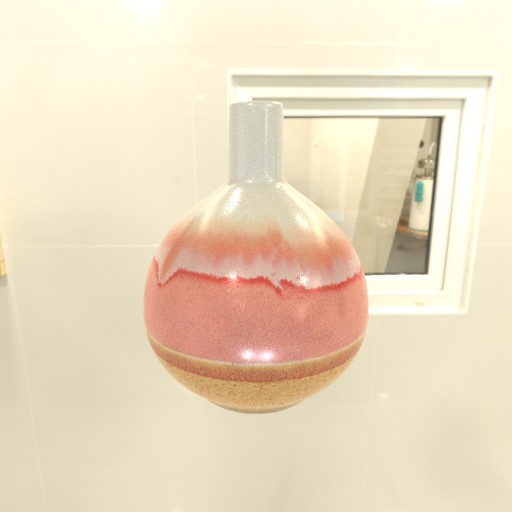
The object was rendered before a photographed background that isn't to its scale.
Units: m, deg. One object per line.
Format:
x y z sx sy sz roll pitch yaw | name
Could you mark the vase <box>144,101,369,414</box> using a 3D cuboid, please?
0.000 0.000 0.269 0.137 0.176 0.137 0 15 0 | vase
